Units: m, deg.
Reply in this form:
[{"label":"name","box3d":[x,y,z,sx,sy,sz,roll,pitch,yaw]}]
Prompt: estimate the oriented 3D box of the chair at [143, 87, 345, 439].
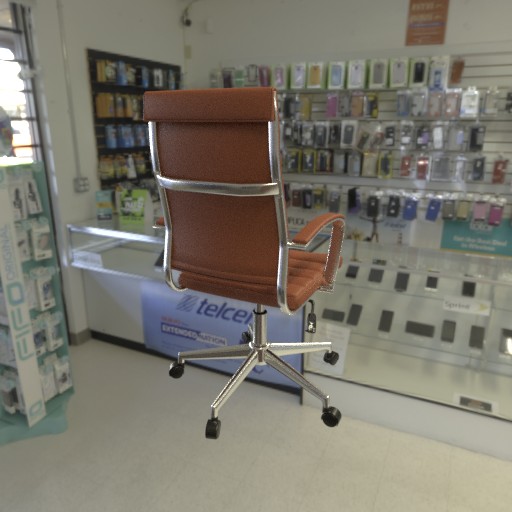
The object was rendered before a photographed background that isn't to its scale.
[{"label":"chair","box3d":[0.000,0.000,1.680,0.766,1.149,0.739,9,19,26]}]
